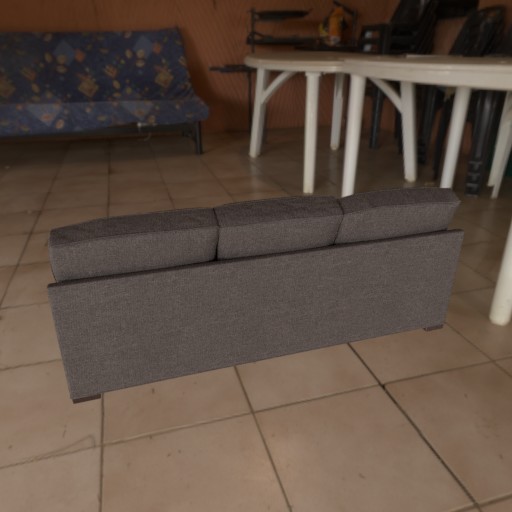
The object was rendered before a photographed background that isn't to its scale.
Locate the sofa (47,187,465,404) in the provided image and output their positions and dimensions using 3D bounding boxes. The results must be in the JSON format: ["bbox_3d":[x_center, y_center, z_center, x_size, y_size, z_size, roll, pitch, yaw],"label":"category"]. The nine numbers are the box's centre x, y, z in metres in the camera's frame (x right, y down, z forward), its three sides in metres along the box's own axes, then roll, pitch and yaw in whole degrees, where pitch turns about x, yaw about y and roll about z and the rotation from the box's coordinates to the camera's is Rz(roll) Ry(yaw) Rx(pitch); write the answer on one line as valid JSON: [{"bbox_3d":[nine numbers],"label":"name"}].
[{"bbox_3d":[0.000,0.000,2.887,2.369,0.978,1.004,-8,26,-16],"label":"sofa"}]
